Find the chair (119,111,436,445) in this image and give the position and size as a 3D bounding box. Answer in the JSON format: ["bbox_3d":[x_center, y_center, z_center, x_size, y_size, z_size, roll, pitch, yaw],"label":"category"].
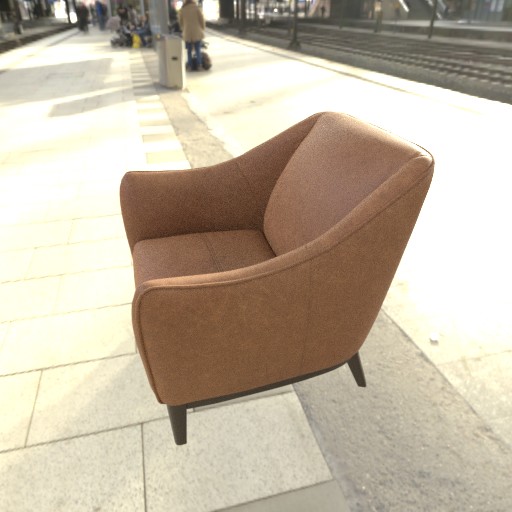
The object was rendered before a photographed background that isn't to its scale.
[{"bbox_3d":[0.000,0.000,1.528,0.852,0.830,0.871,-9,30,-15],"label":"chair"}]
